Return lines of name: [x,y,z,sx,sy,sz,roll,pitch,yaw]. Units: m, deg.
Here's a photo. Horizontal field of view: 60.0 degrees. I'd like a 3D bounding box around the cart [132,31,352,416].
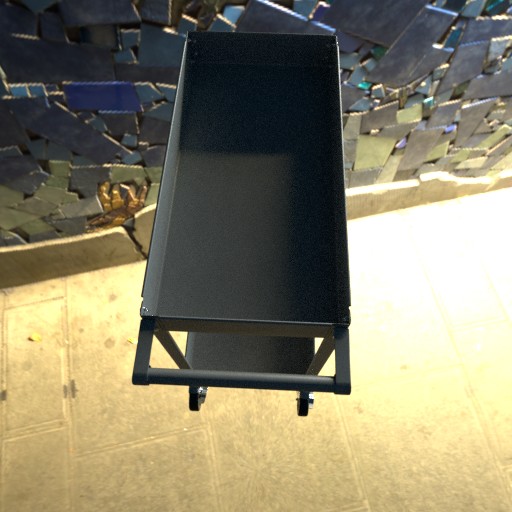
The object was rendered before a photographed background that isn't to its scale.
cart: [0.000,0.000,1.145,0.366,0.719,0.779,2,64,1]
